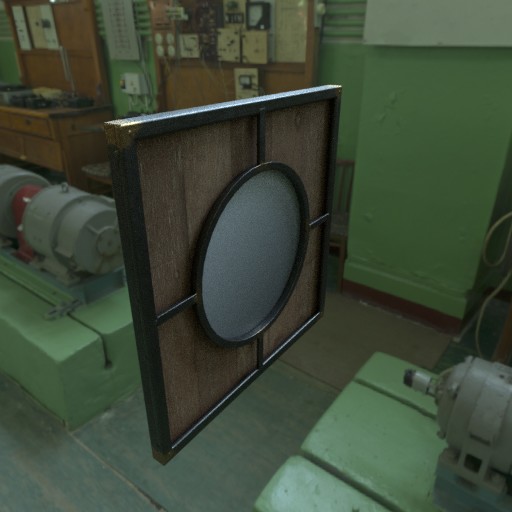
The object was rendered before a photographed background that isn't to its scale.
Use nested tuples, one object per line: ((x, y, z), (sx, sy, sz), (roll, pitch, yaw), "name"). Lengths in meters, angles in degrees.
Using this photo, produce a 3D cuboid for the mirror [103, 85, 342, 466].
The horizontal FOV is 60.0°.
((0.000, 0.000, 0.566), (0.020, 0.381, 0.382), (18, 31, 32), "mirror")
